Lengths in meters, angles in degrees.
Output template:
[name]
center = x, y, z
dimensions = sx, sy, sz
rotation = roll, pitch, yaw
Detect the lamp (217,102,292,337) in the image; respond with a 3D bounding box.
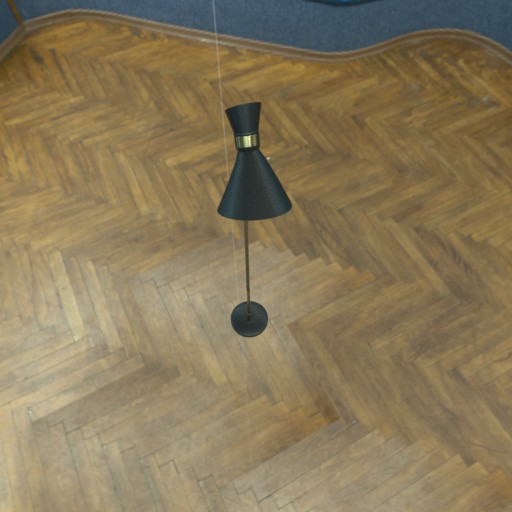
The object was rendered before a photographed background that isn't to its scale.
[lamp]
center = 0.000, 0.000, 1.577
dimensions = 0.277, 1.438, 0.467
rotation = 17, 62, 10
